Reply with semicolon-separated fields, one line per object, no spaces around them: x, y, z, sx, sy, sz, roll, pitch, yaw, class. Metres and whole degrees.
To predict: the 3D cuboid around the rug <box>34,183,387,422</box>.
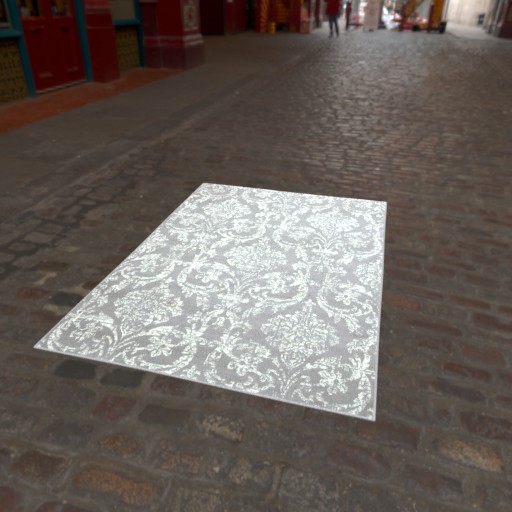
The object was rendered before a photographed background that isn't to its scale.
0.000;0.000;2.829;1.578;0.014;2.206;8;31;13;rug
